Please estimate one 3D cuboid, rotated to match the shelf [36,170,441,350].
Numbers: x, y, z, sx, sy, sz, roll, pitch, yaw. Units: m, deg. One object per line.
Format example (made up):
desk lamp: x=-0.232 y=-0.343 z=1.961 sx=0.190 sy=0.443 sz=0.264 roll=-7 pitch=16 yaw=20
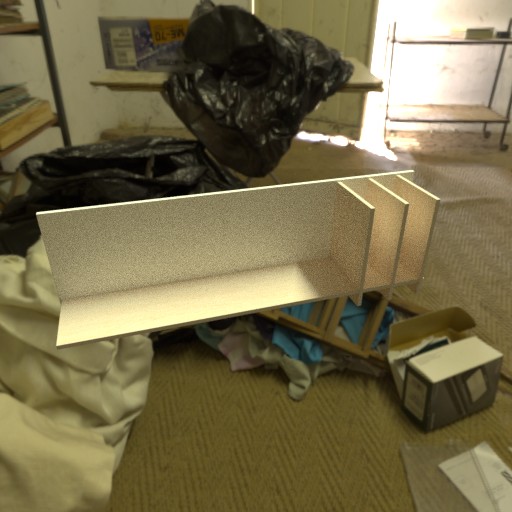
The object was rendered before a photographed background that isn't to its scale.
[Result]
shelf: x=0.000 y=0.000 z=1.165 sx=1.020 sy=0.300 sz=0.200 roll=-9 pitch=31 yaw=-15
